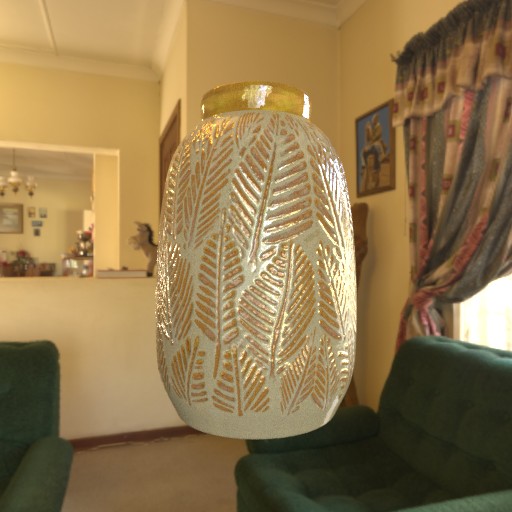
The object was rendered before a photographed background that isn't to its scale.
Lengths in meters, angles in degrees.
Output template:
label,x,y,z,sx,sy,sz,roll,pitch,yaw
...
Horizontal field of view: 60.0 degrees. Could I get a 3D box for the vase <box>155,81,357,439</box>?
label,x,y,z,sx,sy,sz,roll,pitch,yaw
vase,0.000,0.000,0.388,0.172,0.270,0.172,0,0,0
